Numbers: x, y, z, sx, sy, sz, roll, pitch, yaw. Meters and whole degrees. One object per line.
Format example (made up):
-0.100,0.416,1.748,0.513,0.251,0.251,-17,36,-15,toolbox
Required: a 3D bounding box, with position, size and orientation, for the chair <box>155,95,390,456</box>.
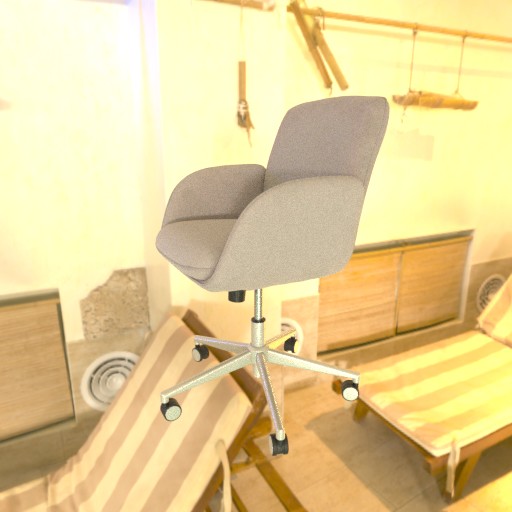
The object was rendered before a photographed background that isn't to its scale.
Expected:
0.000,0.000,1.377,0.654,0.959,0.648,-8,18,-27,chair
